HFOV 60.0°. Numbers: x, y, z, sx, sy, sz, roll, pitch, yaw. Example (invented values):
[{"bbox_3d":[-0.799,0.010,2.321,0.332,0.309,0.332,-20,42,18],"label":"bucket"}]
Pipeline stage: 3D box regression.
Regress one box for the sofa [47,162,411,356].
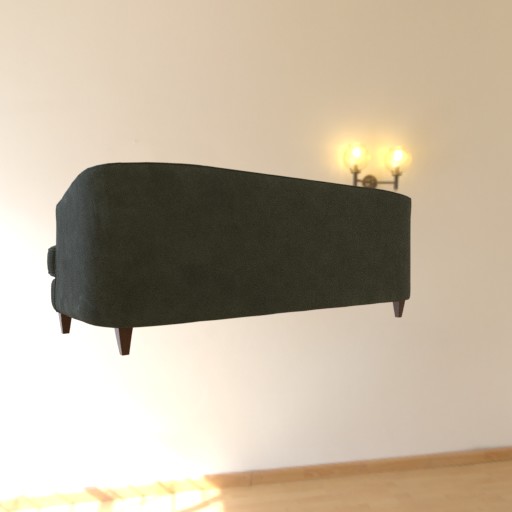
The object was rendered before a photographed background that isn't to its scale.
[{"bbox_3d":[0.000,0.000,2.794,2.278,0.855,0.941,0,0,-36],"label":"sofa"}]
